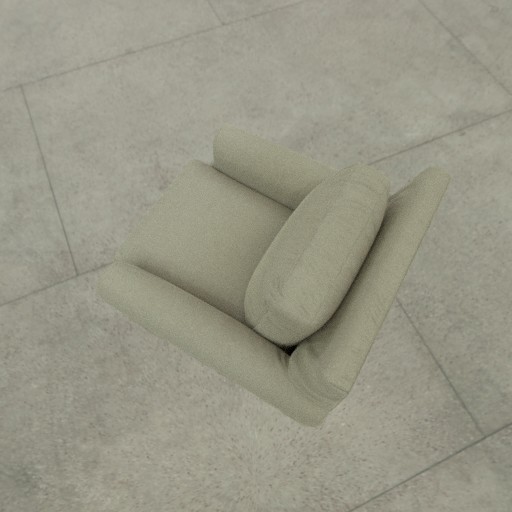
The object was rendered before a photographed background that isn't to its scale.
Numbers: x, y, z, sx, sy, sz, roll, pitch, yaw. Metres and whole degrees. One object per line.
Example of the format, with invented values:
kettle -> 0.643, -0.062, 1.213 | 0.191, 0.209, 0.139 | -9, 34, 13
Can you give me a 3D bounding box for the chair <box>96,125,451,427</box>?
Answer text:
chair -> 0.000, 0.000, 1.758 | 1.066, 0.866, 0.940 | 28, 67, 13
